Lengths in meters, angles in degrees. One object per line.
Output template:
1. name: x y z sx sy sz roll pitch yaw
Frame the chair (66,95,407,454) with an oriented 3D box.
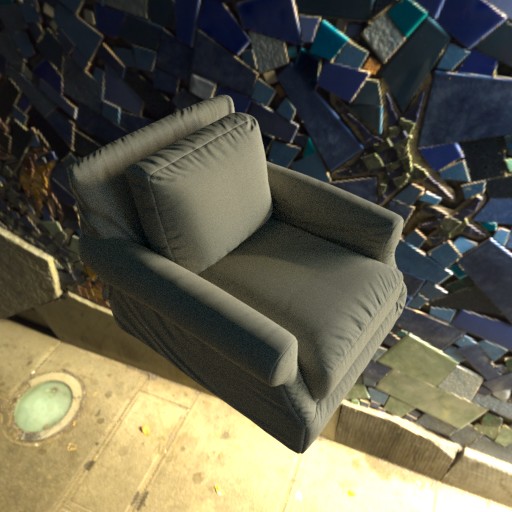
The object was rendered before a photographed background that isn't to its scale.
1. chair: 0.000 0.000 1.761 1.066 0.866 0.940 27 48 27
